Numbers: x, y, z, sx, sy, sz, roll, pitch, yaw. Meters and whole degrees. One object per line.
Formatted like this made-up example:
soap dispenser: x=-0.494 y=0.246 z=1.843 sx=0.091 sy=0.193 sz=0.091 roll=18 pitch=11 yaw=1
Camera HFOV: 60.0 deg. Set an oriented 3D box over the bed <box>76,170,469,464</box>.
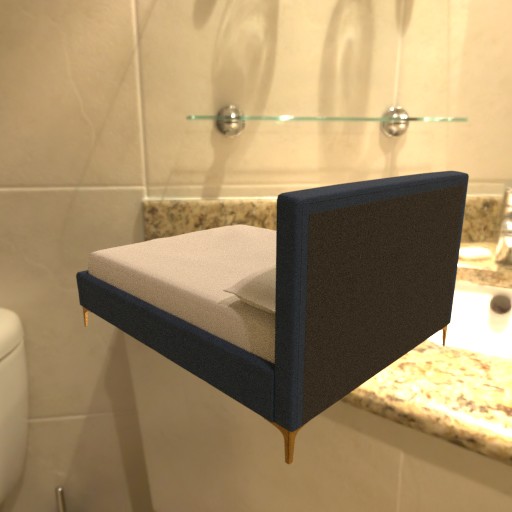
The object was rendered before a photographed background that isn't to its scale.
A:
bed: x=0.000 y=0.000 z=3.156 sx=1.723 sy=1.231 sz=2.172 roll=-15 pitch=21 yaw=-43
